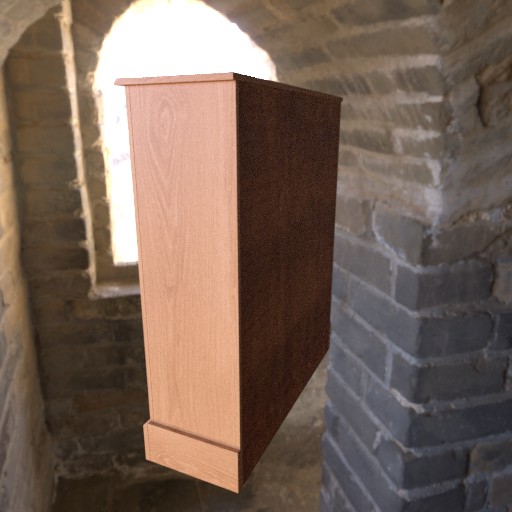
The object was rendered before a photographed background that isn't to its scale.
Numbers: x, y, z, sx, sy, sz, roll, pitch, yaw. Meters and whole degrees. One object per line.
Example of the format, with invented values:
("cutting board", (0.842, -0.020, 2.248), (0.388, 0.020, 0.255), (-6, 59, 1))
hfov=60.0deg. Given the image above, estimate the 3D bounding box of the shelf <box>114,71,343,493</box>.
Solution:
("shelf", (0.000, 0.000, 1.395), (0.291, 0.980, 0.840), (7, 18, 24))
